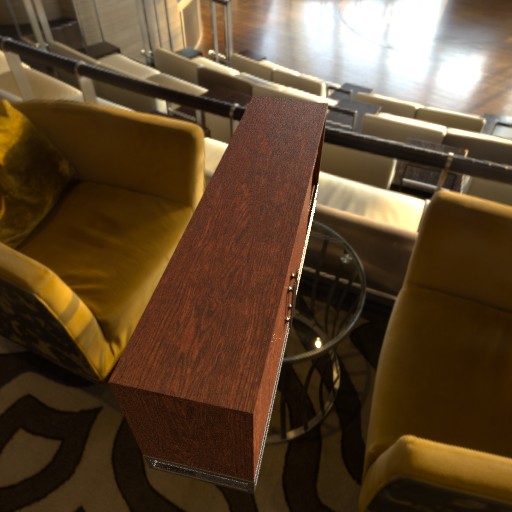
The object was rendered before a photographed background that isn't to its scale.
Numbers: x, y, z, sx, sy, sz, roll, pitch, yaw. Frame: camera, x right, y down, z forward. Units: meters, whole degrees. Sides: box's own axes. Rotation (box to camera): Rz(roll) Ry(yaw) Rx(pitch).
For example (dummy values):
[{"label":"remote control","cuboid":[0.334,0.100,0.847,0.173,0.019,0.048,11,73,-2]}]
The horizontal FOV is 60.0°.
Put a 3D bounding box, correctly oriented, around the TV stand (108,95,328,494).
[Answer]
[{"label":"TV stand","cuboid":[0.000,0.000,1.770,0.382,0.578,1.541,9,46,9]}]
